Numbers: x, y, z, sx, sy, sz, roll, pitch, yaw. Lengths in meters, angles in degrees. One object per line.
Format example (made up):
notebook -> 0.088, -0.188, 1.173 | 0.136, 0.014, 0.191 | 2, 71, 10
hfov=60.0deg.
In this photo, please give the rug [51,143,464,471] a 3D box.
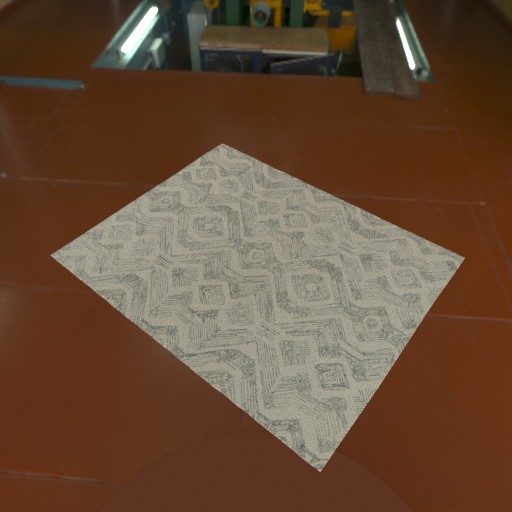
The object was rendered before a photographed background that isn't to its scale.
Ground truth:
rug -> 0.000, 0.000, 4.146 | 3.054, 0.030, 2.430 | 31, 54, 26
